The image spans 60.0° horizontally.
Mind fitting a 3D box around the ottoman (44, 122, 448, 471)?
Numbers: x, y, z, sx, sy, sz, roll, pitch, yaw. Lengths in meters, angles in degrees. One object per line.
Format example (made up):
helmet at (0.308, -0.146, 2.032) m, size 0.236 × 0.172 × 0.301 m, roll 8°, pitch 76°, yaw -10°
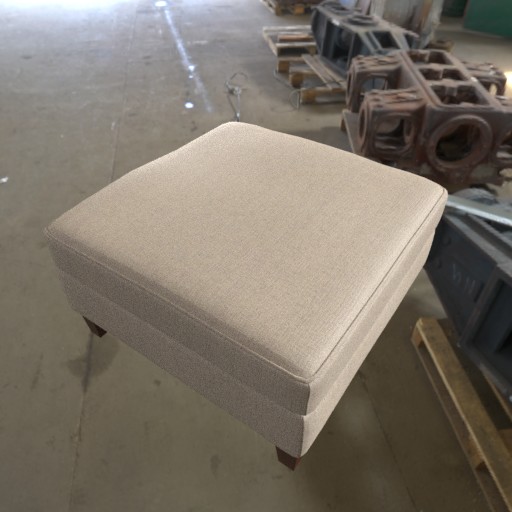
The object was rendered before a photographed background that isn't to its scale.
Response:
ottoman at (0.000, 0.000, 1.342) m, size 0.838 × 0.481 × 0.838 m, roll 25°, pitch 46°, yaw 26°
